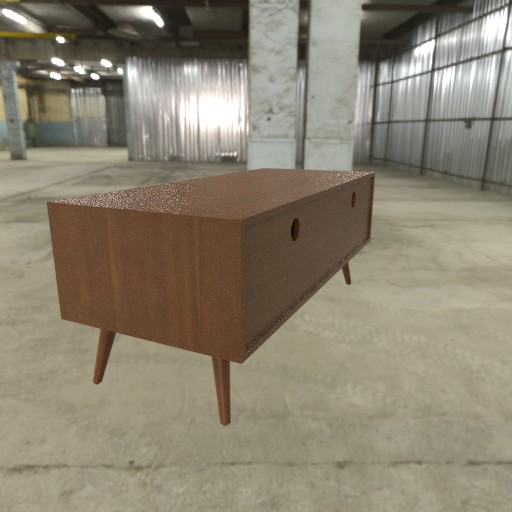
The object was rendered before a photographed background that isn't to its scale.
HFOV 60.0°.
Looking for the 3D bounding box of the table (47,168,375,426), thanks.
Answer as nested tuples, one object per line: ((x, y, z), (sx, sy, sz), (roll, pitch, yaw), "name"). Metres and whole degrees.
((0.000, 0.000, 1.414), (0.490, 0.464, 1.119), (7, 17, 25), "table")
